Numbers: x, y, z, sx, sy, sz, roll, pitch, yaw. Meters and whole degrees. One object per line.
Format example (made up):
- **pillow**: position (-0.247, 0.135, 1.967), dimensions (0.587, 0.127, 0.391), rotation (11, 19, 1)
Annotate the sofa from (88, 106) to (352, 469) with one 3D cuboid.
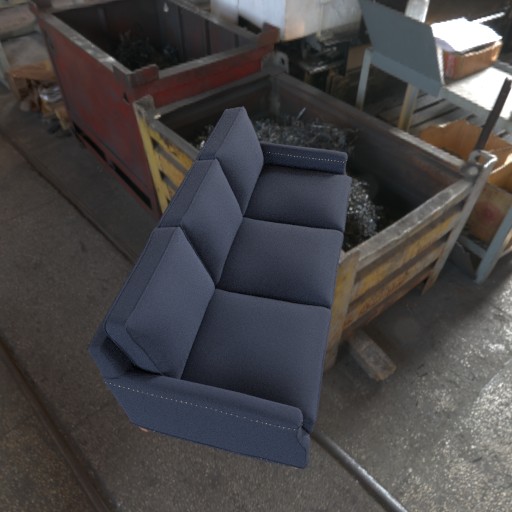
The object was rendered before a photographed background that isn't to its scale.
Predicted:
- **sofa**: position (0.000, 0.000, 2.888), dimensions (1.084, 1.003, 2.246), rotation (10, 47, 9)
